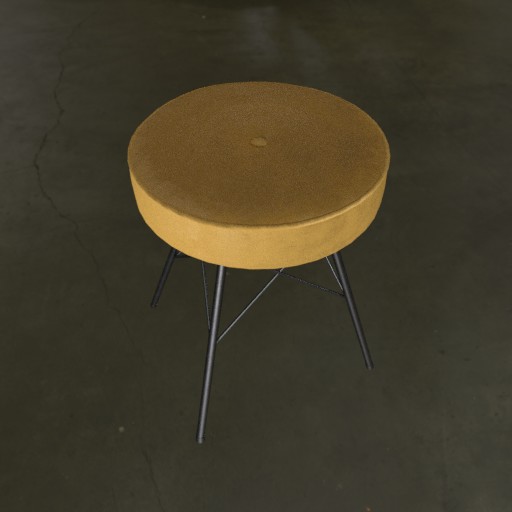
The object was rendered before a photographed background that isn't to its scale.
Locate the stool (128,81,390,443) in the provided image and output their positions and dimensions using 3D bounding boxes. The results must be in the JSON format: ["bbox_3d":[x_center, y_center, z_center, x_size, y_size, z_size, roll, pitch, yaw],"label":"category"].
[{"bbox_3d":[0.000,0.000,0.935,0.472,0.595,0.438,-16,49,-15],"label":"stool"}]
